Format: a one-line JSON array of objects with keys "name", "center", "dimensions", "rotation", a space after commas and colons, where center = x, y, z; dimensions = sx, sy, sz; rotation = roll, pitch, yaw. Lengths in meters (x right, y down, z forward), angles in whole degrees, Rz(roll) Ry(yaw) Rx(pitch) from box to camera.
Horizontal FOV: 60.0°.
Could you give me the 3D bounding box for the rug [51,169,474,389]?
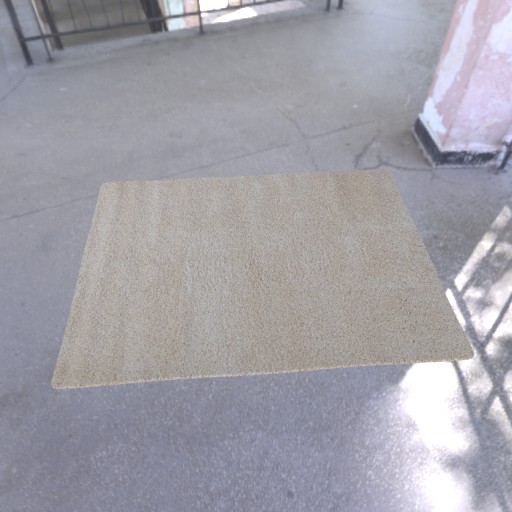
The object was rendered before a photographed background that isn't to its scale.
[{"name": "rug", "center": [0.000, 0.000, 2.066], "dimensions": [1.600, 0.025, 1.199], "rotation": [-3, 48, -3]}]
